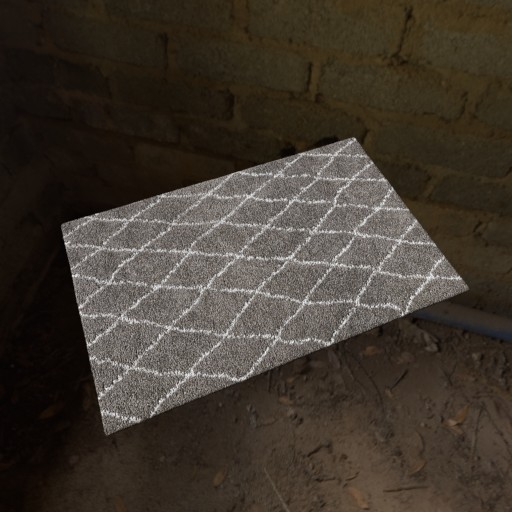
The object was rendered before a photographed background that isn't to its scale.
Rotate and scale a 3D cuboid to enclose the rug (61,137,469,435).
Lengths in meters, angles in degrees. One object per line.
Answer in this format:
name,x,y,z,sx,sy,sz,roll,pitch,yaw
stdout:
rug,0.000,0.000,3.485,2.743,0.030,1.778,-19,59,-12
